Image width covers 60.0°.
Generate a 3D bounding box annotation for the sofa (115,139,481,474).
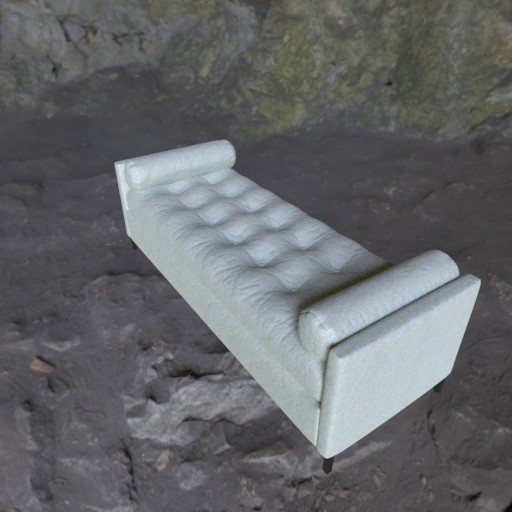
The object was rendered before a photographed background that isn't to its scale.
[{"bbox_3d":[0.000,0.000,2.452,0.796,0.705,2.102,-21,38,-28],"label":"sofa"}]
